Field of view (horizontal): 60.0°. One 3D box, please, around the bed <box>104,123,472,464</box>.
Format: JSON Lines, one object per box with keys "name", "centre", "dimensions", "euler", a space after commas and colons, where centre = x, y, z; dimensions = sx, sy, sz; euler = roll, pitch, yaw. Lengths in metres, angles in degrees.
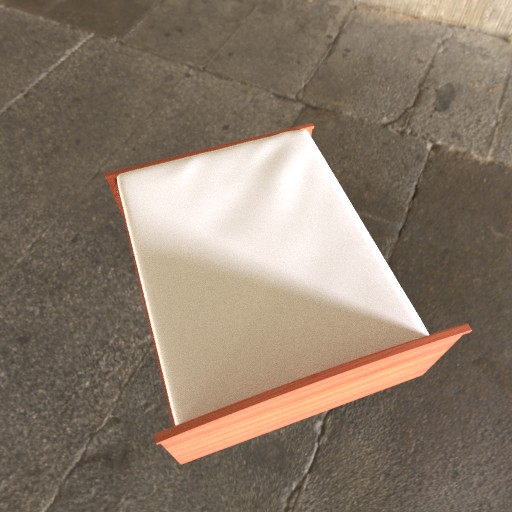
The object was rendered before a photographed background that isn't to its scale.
{"name": "bed", "centre": [0.000, 0.000, 2.997], "dimensions": [1.683, 0.848, 2.053], "euler": [-16, 59, -10]}
